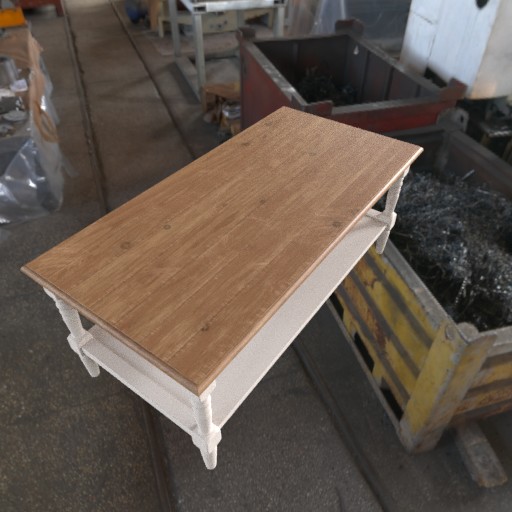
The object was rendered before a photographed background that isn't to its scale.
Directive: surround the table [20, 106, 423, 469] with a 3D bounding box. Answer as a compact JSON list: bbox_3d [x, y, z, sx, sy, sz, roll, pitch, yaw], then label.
[{"bbox_3d":[0.000,0.000,1.400,0.559,0.458,1.118,26,48,26],"label":"table"}]
